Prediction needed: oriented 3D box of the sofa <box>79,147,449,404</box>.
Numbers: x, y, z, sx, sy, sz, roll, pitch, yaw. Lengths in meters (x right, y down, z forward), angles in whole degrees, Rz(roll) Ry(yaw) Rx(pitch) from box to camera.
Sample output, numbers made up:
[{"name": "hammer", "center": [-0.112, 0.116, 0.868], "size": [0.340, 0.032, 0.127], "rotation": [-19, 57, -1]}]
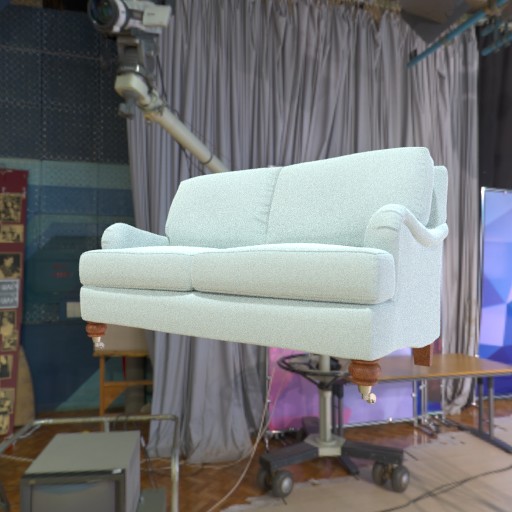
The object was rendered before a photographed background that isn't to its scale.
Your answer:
[{"name": "sofa", "center": [0.000, 0.000, 2.463], "size": [1.853, 1.101, 1.084], "rotation": [0, 0, 36]}]
